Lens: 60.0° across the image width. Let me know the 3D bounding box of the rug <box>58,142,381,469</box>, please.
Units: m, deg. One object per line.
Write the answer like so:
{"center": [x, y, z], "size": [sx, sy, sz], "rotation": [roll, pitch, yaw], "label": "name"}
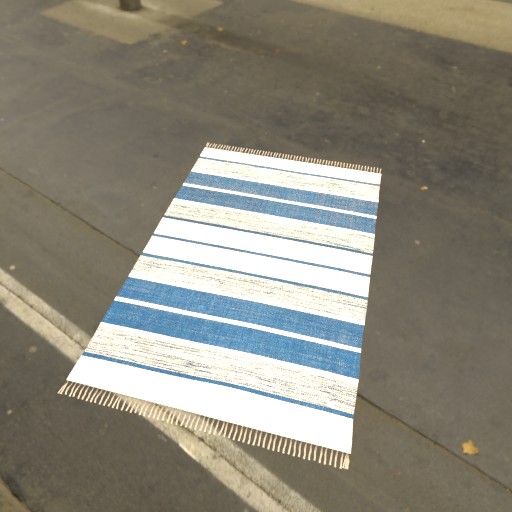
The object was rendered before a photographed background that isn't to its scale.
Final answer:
{"center": [0.000, 0.000, 3.011], "size": [1.532, 0.010, 2.441], "rotation": [11, 48, 10], "label": "rug"}
